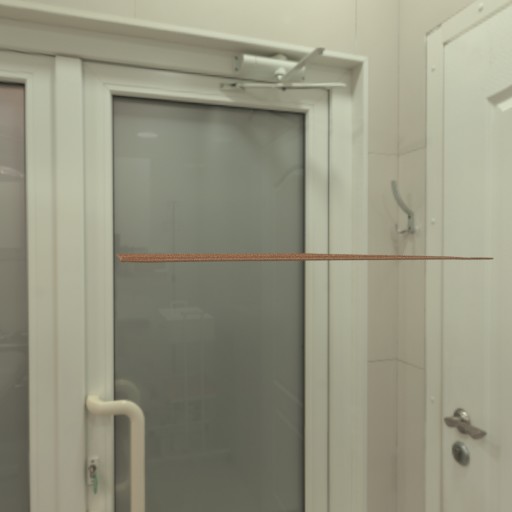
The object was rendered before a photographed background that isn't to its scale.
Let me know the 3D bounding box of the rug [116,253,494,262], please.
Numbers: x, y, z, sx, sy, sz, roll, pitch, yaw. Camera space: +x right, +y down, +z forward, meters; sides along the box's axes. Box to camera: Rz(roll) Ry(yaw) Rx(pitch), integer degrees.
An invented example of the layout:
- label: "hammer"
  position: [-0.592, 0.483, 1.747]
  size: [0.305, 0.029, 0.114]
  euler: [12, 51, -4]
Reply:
- label: "rug"
  position: [0.000, 0.000, 4.139]
  size: [2.479, 0.023, 3.092]
  euler: [0, 1, -18]
